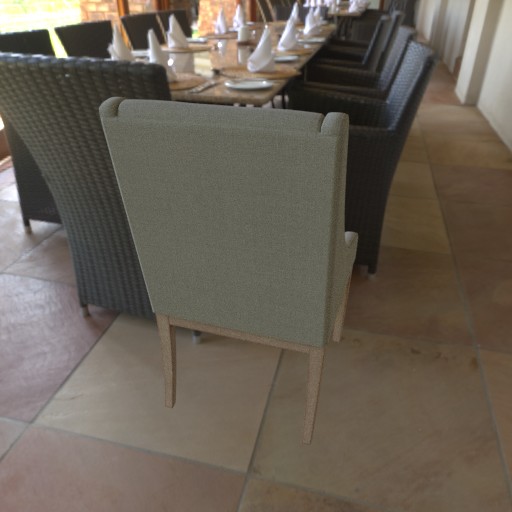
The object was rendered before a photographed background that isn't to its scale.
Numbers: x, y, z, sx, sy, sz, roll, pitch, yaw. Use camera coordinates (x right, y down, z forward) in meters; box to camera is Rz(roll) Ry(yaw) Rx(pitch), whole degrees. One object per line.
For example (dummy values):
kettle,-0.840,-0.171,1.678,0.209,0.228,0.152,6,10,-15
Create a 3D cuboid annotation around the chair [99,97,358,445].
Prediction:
chair,0.000,0.000,1.381,0.575,1.021,0.611,9,32,15
